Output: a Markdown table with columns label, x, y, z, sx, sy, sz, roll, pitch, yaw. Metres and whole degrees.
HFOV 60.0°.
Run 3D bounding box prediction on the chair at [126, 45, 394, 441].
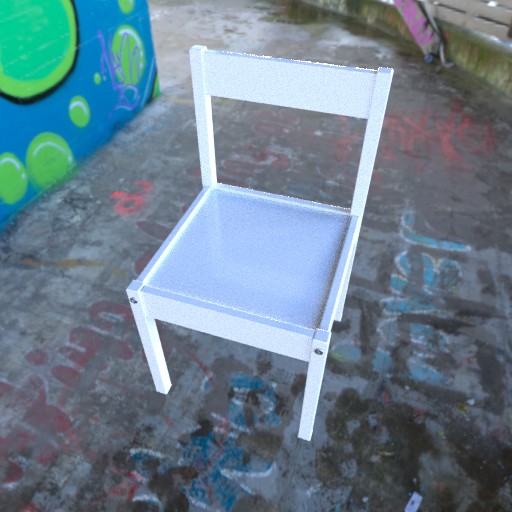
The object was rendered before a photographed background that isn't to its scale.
| label | x | y | z | sx | sy | sz | roll | pitch | yaw |
| --- | --- | --- | --- | --- | --- | --- | --- | --- | --- |
| chair | 0.000 | 0.000 | 0.687 | 0.285 | 0.505 | 0.285 | 13 | 45 | 13 |
